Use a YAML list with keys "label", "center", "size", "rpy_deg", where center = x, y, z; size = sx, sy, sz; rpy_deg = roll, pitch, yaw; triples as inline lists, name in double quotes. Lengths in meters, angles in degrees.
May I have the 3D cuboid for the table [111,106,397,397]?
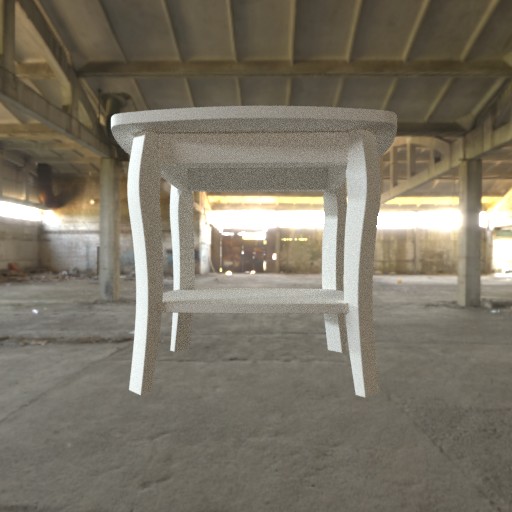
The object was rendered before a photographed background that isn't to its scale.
- label: "table"
  center: [0.000, 0.000, 0.870]
  size: [0.502, 0.438, 0.451]
  rpy_deg: [0, 0, 2]
